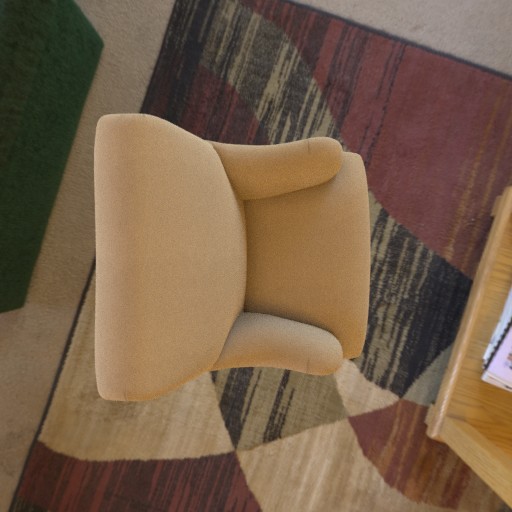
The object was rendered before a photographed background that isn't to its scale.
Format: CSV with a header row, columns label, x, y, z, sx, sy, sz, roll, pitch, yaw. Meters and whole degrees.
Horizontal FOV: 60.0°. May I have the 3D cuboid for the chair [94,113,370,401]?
label,x,y,z,sx,sy,sz,roll,pitch,yaw
chair,0.000,0.000,1.540,0.842,0.942,0.766,0,91,0
